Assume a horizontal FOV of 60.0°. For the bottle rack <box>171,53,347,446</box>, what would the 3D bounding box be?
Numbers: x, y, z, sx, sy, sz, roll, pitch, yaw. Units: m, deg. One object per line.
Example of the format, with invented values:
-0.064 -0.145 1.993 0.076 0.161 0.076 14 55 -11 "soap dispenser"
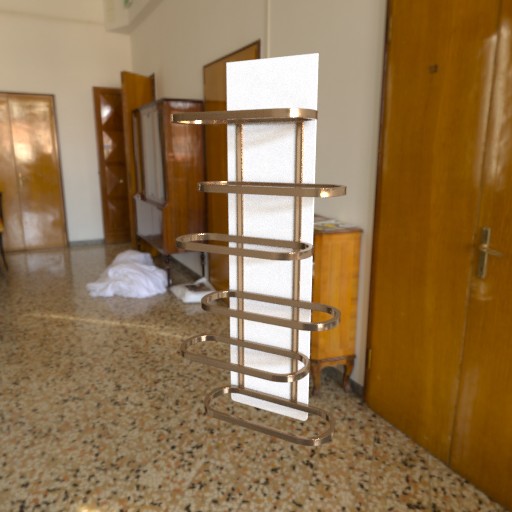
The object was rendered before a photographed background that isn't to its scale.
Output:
0.000 0.000 0.831 0.332 0.709 0.118 7 15 27 "bottle rack"
